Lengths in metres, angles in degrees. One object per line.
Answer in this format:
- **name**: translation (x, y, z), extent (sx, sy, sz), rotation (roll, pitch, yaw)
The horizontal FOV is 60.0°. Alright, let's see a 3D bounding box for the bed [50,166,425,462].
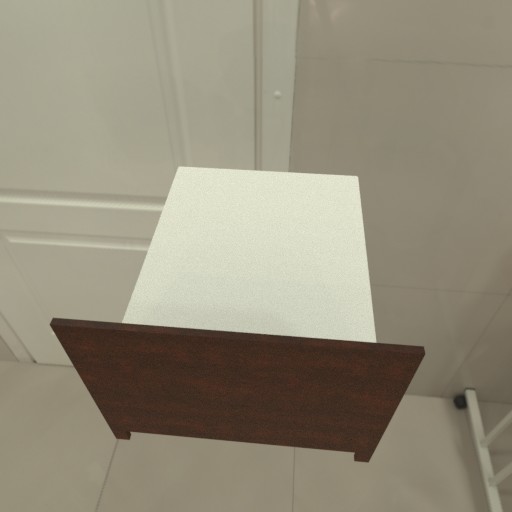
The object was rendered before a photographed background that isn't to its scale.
- **bed**: translation (0.000, 0.000, 3.082), extent (1.600, 1.270, 2.184), rotation (4, 47, 4)
